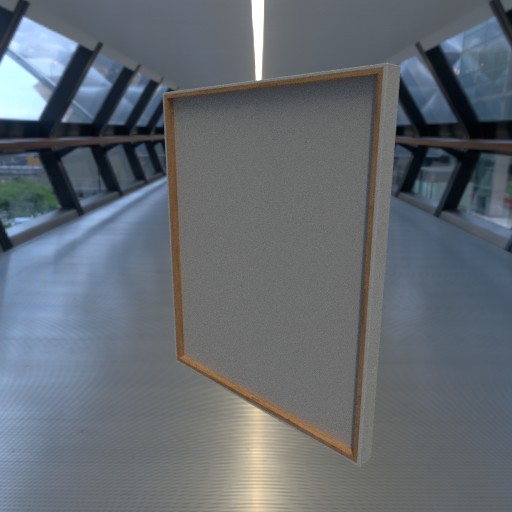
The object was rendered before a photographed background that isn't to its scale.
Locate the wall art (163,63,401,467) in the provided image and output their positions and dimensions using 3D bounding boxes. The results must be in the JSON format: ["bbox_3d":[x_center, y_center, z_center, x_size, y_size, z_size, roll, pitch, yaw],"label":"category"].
[{"bbox_3d":[0.000,0.000,0.824,0.508,0.606,0.037,14,20,43],"label":"wall art"}]
